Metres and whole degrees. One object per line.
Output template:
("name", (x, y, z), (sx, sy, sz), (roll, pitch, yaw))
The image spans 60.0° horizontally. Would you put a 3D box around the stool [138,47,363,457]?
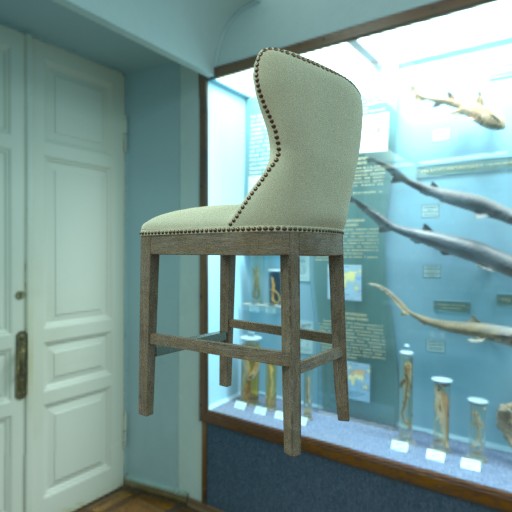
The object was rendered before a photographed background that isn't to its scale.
("stool", (0.000, 0.000, 1.339), (0.608, 0.981, 0.498), (0, 0, 37))
